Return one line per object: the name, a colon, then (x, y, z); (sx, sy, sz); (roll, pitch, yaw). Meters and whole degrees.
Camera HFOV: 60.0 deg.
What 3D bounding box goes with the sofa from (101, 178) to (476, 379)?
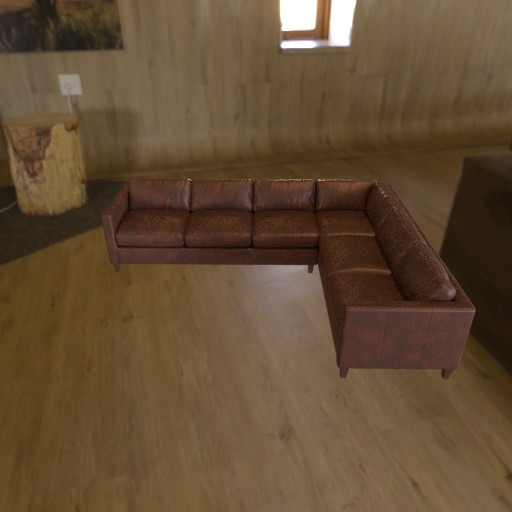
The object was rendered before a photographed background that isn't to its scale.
sofa: (0.000, 0.000, 4.324); (3.152, 0.836, 2.438); (0, 30, 1)
